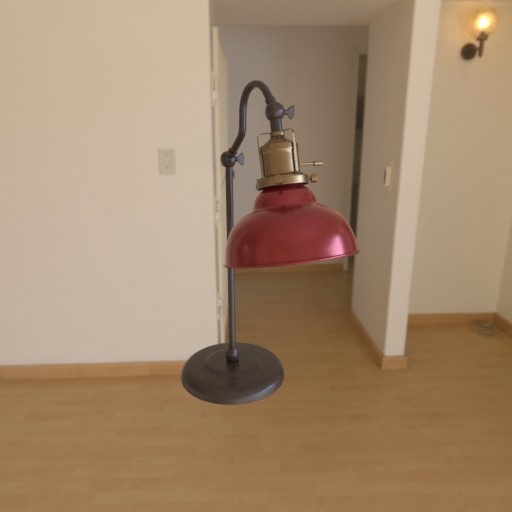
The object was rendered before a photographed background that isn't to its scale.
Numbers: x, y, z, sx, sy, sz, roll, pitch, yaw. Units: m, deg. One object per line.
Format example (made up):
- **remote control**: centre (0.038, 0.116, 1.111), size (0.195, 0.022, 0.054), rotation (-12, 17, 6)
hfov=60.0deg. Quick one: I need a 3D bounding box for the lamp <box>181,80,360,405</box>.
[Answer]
- **lamp**: centre (0.000, 0.000, 0.684), size (0.192, 0.508, 0.374), rotation (-8, 18, -27)
